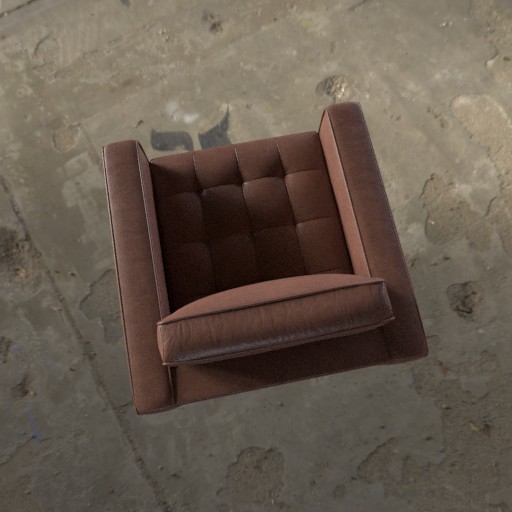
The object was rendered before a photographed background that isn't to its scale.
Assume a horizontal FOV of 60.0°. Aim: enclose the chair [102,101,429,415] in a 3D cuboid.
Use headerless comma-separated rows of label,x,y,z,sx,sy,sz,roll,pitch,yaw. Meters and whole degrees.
chair,0.000,0.000,1.563,0.920,0.770,0.900,-11,76,-3
